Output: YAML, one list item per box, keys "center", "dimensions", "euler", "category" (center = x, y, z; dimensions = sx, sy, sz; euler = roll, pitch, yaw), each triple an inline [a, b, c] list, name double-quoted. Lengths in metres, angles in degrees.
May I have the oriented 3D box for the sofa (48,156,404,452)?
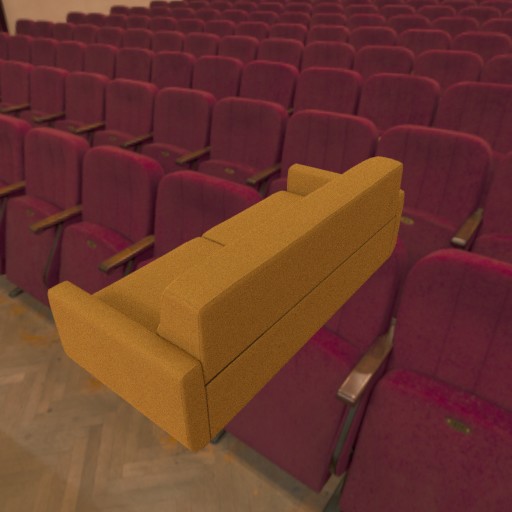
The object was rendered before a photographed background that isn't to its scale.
- center: [0.000, 0.000, 2.519]
  dimensions: [0.909, 0.841, 2.029]
  euler: [22, 38, 31]
  category: "sofa"
